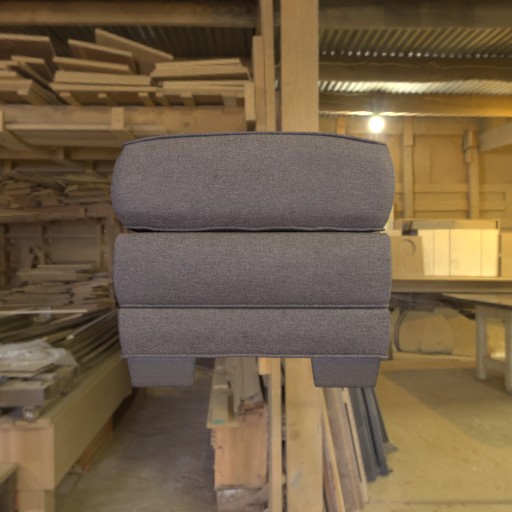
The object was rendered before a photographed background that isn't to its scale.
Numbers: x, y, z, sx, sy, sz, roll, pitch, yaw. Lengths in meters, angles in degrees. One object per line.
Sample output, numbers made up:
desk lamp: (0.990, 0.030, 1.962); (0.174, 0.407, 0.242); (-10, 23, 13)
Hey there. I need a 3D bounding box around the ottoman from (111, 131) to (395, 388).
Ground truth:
ottoman: (0.000, 0.000, 1.152); (0.490, 0.448, 0.864); (0, 0, 0)
